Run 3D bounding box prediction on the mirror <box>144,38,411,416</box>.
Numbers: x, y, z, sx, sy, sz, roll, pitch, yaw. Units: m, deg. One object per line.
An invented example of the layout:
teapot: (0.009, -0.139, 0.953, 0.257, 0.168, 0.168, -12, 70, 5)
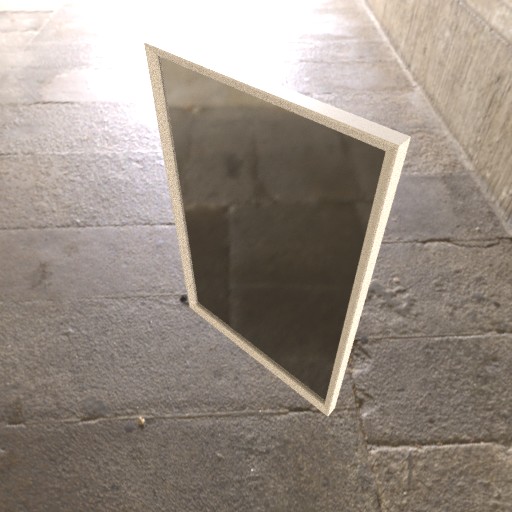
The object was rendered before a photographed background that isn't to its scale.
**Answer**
mirror: (0.000, 0.000, 1.139, 0.609, 0.915, 0.041, 33, 54, 28)
